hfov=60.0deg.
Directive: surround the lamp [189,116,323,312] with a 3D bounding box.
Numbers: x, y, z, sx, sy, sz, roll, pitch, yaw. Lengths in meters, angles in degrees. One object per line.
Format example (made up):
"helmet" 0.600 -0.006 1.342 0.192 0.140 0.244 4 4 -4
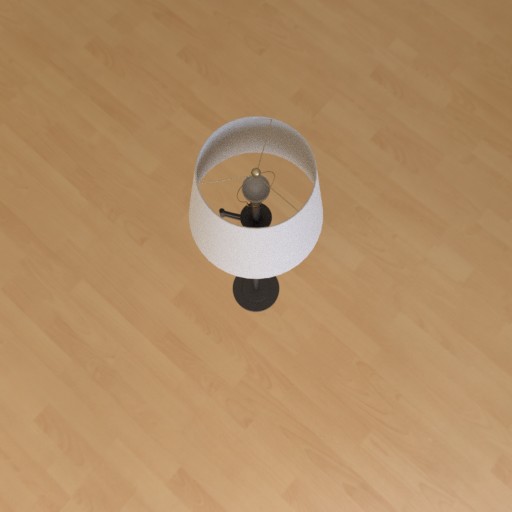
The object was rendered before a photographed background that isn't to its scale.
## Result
"lamp" 0.000 0.000 1.612 0.348 1.473 0.348 15 77 4
